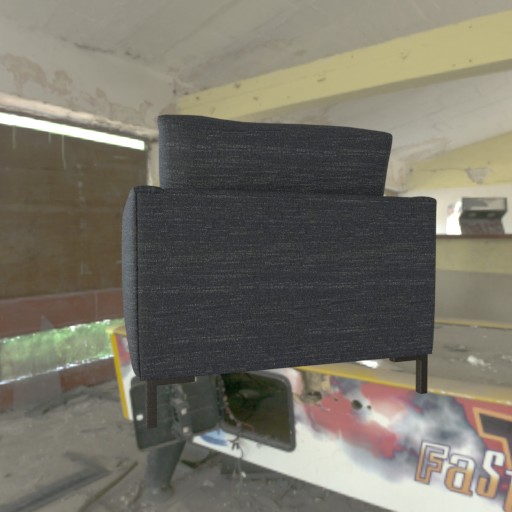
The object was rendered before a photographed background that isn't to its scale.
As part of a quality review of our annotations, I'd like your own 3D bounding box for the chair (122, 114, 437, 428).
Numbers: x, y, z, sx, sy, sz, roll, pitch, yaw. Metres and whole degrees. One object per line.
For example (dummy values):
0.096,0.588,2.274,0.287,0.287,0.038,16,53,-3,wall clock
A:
0.000,0.000,1.664,0.963,0.861,0.866,-1,2,-18,chair
